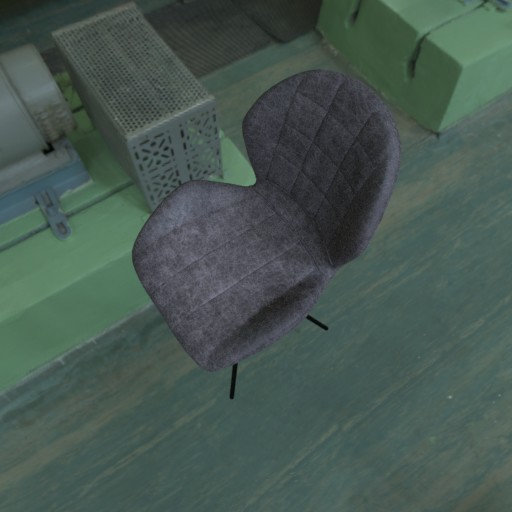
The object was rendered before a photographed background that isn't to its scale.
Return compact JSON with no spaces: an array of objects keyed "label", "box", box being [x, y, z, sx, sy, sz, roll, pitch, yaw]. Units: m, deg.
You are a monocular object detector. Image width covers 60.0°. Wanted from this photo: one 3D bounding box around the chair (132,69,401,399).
[{"label":"chair","box":[0.000,0.000,1.306,0.640,0.934,0.527,-32,68,-15]}]
